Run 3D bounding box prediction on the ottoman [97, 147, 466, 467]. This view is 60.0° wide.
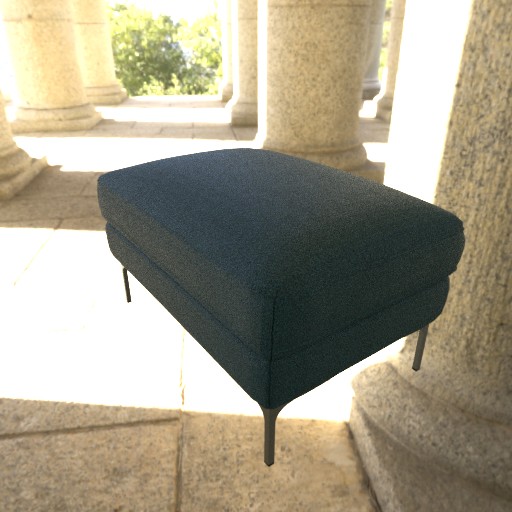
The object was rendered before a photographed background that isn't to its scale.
[{"bbox_3d":[0.000,0.000,1.201,0.563,0.498,0.856,-18,32,-32],"label":"ottoman"}]
